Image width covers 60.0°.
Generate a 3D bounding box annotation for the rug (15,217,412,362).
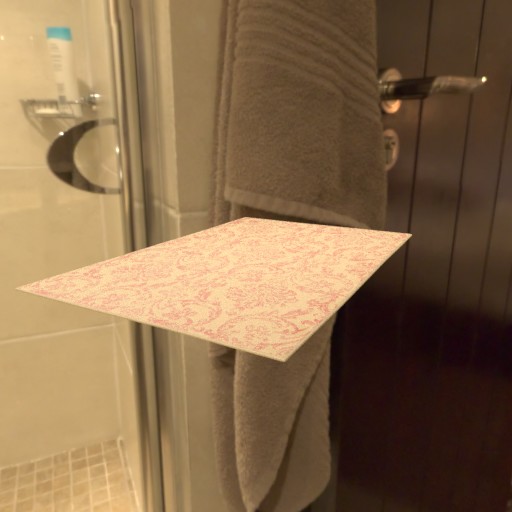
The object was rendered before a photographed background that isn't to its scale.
[{"bbox_3d":[0.000,0.000,3.416,1.819,0.018,2.746,8,17,28],"label":"rug"}]
